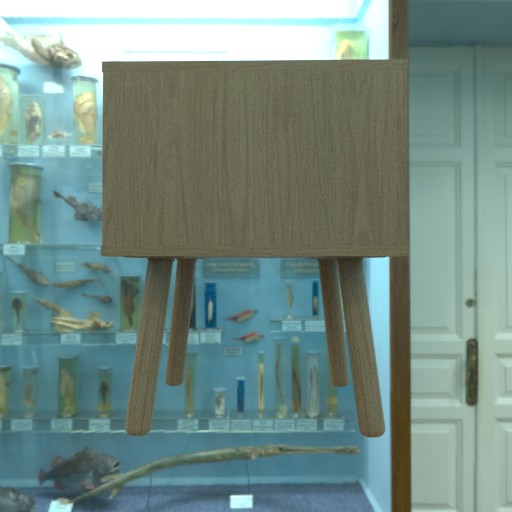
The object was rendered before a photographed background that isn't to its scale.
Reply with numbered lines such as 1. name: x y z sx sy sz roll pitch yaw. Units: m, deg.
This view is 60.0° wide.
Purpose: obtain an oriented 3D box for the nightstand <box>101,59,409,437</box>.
1. nightstand: 0.000 0.000 0.838 0.450 0.571 0.380 0 -1 1
